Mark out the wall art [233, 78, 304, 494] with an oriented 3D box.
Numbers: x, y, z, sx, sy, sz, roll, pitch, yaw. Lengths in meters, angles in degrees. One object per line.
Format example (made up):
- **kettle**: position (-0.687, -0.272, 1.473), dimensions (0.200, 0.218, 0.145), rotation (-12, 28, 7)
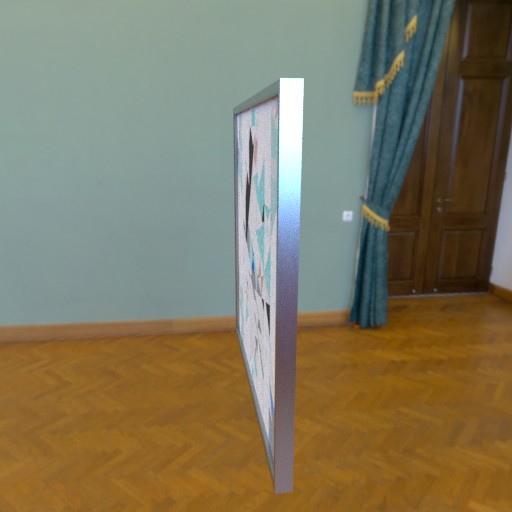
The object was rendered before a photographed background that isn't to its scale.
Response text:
- **wall art**: position (0.000, 0.000, 1.203), dimensions (0.038, 0.806, 0.806), rotation (-2, 15, -8)
